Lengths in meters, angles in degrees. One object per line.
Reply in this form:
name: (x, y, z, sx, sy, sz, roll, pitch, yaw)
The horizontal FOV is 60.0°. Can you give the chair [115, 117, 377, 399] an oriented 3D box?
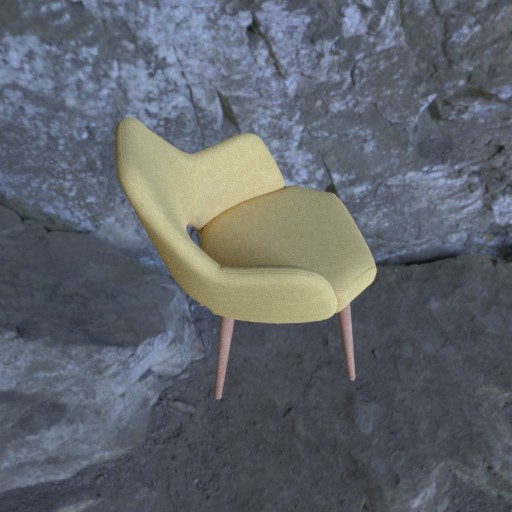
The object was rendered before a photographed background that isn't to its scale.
chair: (0.000, 0.000, 1.270, 0.610, 0.840, 0.590, -10, 48, -9)
